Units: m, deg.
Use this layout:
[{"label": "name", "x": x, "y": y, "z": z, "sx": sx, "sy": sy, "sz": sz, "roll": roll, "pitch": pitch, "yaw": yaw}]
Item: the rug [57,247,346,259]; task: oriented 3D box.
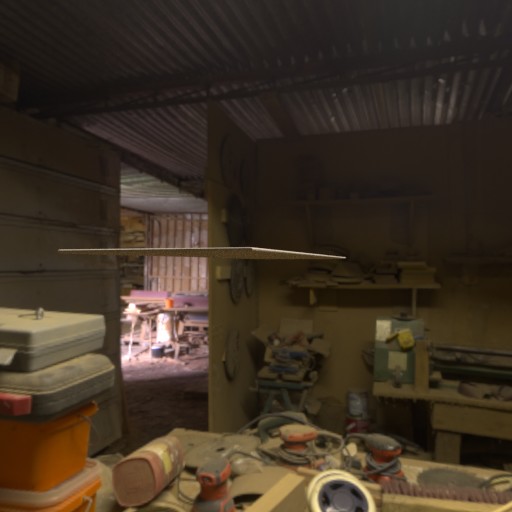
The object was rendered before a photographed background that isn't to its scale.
[{"label": "rug", "x": 0.000, "y": 0.000, "z": 2.706, "sx": 0.793, "sy": 0.014, "sz": 2.450, "roll": 0, "pitch": -1, "yaw": 18}]
